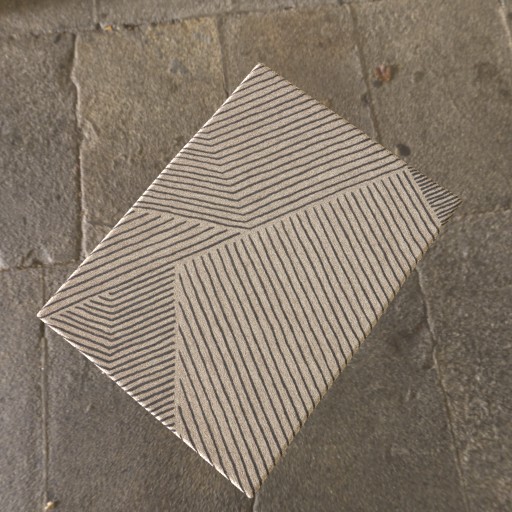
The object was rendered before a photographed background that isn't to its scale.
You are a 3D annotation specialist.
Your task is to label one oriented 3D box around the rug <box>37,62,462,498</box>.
[{"bbox_3d":[0.000,0.000,3.053,1.829,0.028,2.449,37,80,8],"label":"rug"}]
